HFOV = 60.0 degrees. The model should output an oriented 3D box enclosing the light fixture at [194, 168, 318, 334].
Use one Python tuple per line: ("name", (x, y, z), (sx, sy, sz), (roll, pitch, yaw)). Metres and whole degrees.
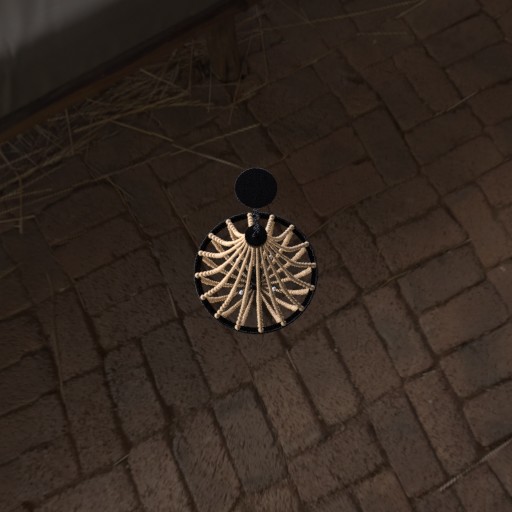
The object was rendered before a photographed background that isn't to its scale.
("light fixture", (0.000, 0.000, 1.363), (0.450, 1.133, 0.450), (0, 77, 0))
